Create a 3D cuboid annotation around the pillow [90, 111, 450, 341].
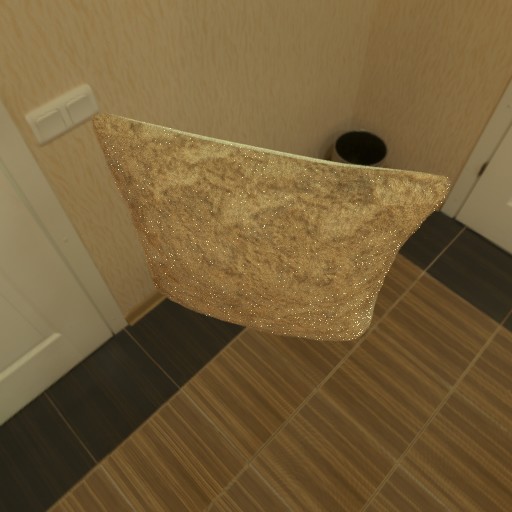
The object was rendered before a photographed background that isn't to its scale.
[{"bbox_3d":[0.000,0.000,0.830,0.538,0.525,0.216,13,58,9],"label":"pillow"}]
